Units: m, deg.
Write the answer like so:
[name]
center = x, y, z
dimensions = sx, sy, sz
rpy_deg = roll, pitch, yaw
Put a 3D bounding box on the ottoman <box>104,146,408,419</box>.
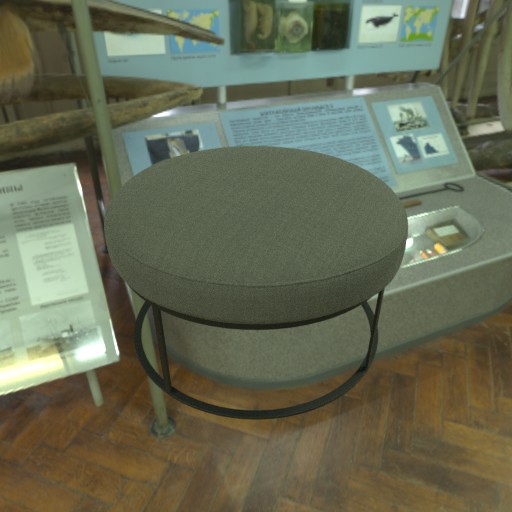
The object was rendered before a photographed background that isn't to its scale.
[ottoman]
center = 0.000, 0.000, 1.240
dimensions = 0.772, 0.460, 0.772
rpy_deg = 0, 32, 0
